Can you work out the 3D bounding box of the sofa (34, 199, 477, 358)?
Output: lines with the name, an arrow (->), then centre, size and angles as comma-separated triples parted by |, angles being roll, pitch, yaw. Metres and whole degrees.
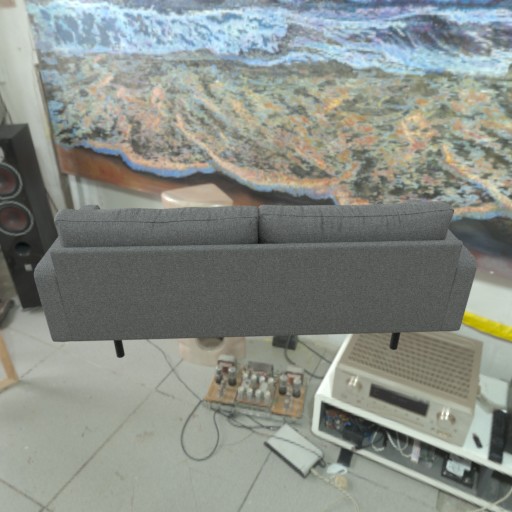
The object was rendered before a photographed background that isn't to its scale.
sofa -> 0.000, 0.000, 2.640 | 2.200, 0.880, 0.880 | -1, 30, -2
